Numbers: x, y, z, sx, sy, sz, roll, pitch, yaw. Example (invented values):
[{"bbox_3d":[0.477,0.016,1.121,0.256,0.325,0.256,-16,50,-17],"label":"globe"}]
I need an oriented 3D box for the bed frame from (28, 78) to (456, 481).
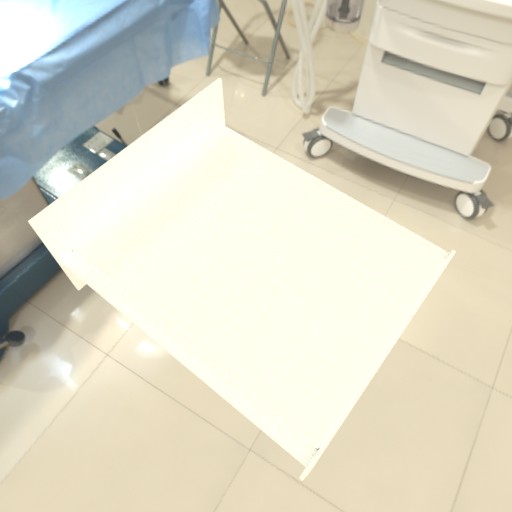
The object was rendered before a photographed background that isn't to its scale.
[{"bbox_3d":[0.000,0.000,2.819,1.960,0.800,1.622,34,64,19],"label":"bed frame"}]
